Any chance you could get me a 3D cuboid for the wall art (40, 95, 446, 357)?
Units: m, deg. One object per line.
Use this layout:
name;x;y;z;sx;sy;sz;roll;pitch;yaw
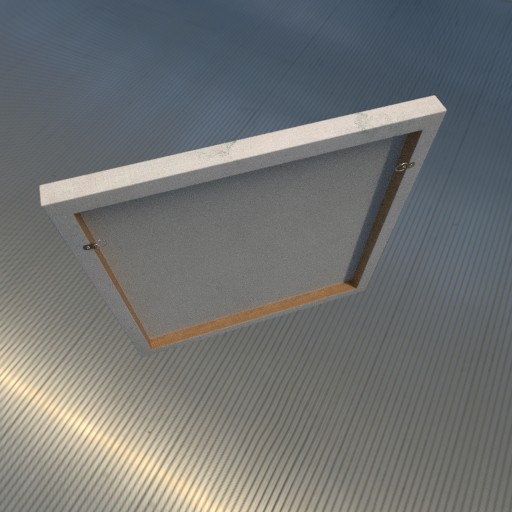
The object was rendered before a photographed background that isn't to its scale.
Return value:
wall art;0.000;0.000;0.906;0.612;0.612;0.040;-15;60;-9
